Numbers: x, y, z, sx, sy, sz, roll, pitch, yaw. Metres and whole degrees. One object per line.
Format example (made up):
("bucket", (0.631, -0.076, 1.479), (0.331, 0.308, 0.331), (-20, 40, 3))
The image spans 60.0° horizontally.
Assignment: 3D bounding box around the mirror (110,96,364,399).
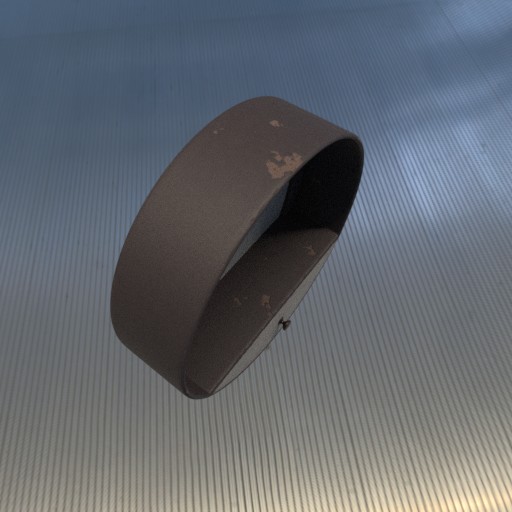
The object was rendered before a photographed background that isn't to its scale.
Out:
("mirror", (0.000, 0.000, 0.592), (0.126, 0.386, 0.386), (33, 63, 19))
